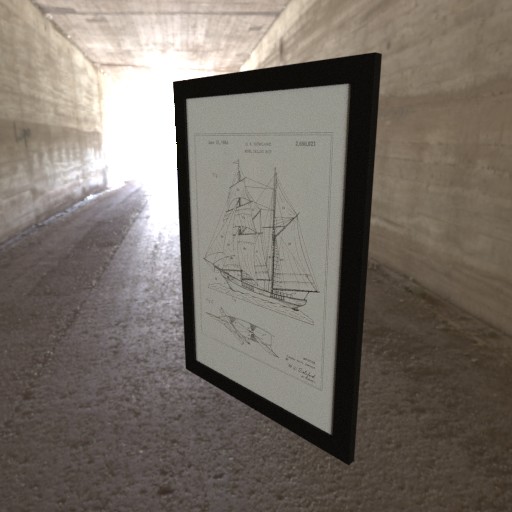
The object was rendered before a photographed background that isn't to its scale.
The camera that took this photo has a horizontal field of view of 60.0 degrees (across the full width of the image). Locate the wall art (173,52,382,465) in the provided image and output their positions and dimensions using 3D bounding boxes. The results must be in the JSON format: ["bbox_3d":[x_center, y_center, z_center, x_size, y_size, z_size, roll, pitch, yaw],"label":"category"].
[{"bbox_3d":[0.000,0.000,0.588,0.326,0.459,0.011,15,21,43],"label":"wall art"}]
